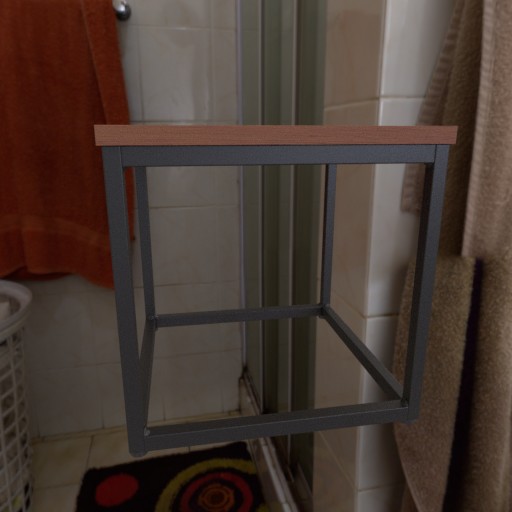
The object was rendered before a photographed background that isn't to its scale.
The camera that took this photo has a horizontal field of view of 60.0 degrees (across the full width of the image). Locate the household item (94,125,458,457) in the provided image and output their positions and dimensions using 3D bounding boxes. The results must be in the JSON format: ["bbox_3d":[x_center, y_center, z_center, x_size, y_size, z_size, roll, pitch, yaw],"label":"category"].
[{"bbox_3d":[0.000,0.000,0.719,0.400,0.400,0.400,-3,16,-10],"label":"household item"}]
